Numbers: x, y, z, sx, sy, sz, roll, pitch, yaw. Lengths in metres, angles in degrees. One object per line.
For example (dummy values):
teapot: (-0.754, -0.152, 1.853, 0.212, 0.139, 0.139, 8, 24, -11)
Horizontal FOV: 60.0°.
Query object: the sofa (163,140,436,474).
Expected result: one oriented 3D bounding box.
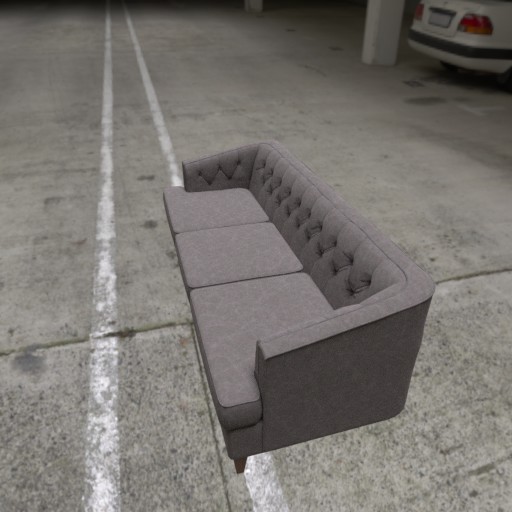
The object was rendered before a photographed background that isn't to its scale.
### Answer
sofa: (0.000, 0.000, 2.671, 0.917, 0.806, 2.247, -8, 32, -13)
